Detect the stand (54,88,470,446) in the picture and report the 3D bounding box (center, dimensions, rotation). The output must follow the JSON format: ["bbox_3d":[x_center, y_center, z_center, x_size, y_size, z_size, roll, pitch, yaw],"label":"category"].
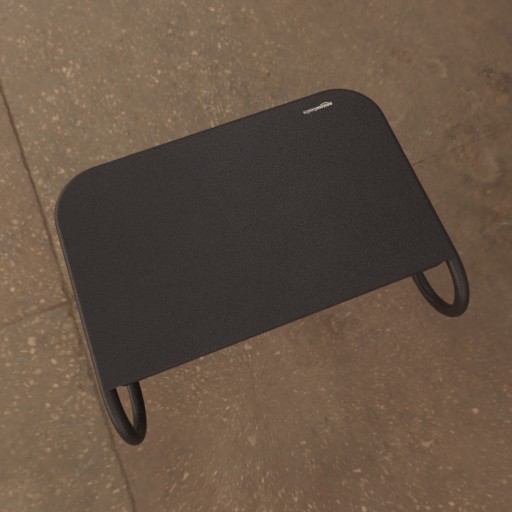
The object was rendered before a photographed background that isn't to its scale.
[{"bbox_3d":[0.000,0.000,0.492,0.370,0.108,0.280,-20,75,-6],"label":"stand"}]
